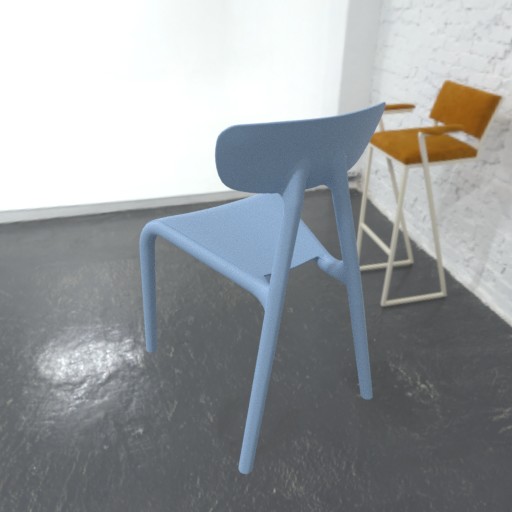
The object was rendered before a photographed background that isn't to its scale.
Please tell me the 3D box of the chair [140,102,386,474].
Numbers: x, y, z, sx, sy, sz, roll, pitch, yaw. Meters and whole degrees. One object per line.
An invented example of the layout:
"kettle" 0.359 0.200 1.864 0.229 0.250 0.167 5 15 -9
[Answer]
"chair" 0.000 0.000 0.834 0.356 0.580 0.401 -18 35 -29
